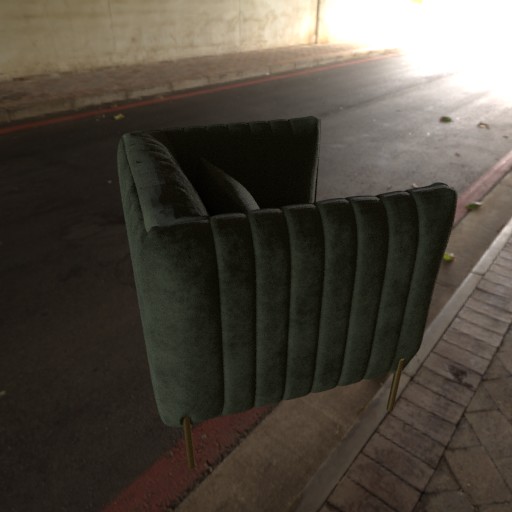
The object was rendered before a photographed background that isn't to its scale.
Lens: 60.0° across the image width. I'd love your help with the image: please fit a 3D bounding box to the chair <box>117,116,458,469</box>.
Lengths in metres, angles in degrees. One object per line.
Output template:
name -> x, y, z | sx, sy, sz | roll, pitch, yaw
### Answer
chair -> 0.000, 0.000, 1.636 | 0.877, 0.794, 1.032 | -9, 31, -16
